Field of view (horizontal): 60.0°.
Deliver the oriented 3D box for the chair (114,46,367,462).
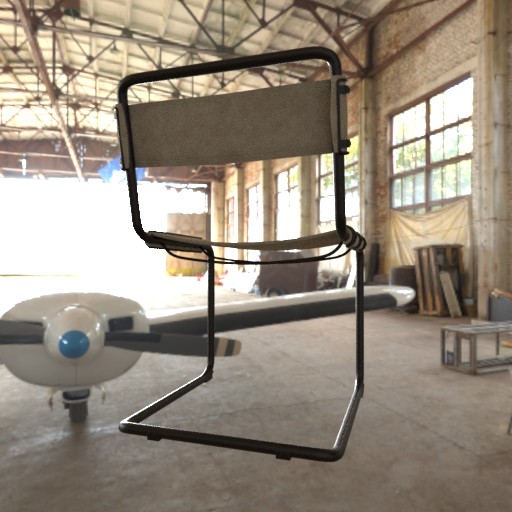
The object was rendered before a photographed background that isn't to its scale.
[{"bbox_3d":[0.000,0.000,1.075,0.499,0.747,0.497,0,0,18],"label":"chair"}]
